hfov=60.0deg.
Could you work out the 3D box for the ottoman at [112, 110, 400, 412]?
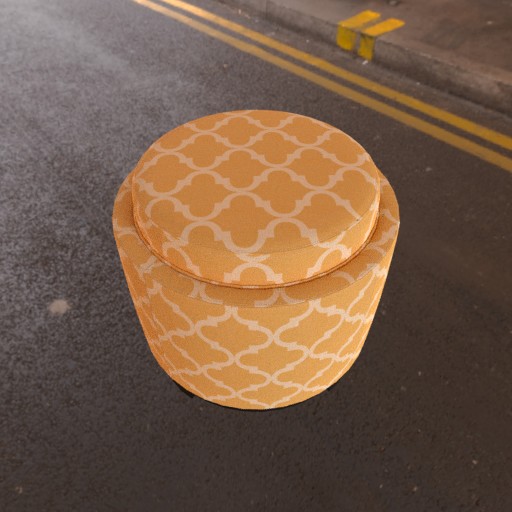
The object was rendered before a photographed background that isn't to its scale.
[{"bbox_3d":[0.000,0.000,0.846,0.480,0.429,0.480,0,46,0],"label":"ottoman"}]
